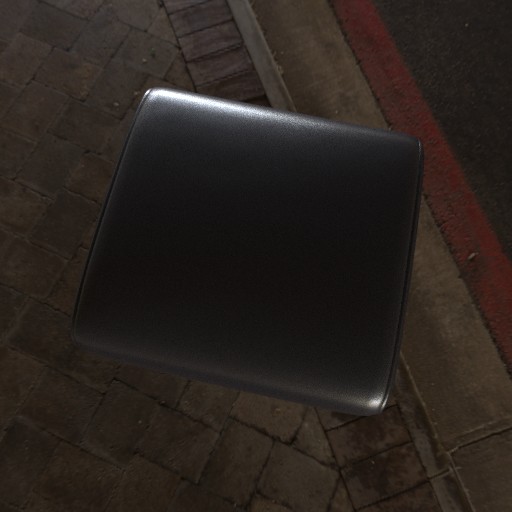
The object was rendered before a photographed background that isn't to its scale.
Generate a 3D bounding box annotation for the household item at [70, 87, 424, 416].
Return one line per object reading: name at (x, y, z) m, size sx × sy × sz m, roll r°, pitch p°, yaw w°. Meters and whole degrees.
household item at (0.000, 0.000, 0.886) m, size 0.530 × 0.410 × 0.530 m, roll 12°, pitch 76°, yaw 3°
